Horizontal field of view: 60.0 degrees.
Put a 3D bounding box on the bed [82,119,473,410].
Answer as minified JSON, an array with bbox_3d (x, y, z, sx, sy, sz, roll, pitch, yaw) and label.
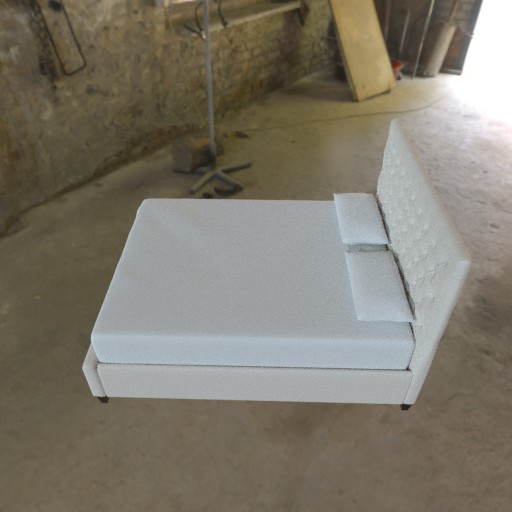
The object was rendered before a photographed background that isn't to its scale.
[{"bbox_3d":[0.000,0.000,3.296,2.233,1.426,1.696,1,41,1],"label":"bed"}]
